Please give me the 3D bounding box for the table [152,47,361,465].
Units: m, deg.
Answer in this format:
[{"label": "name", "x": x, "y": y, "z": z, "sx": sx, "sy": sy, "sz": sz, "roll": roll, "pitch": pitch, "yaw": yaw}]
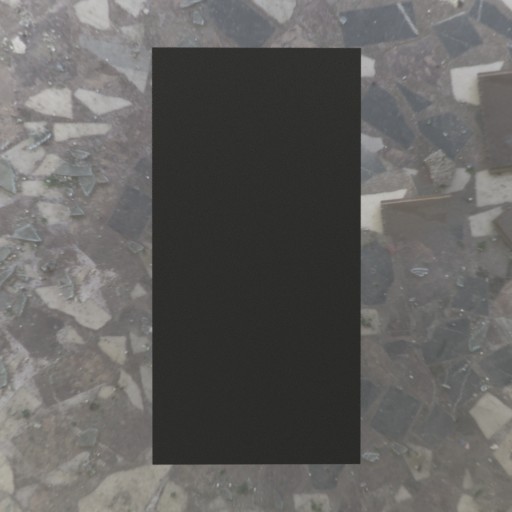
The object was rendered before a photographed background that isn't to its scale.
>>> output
[{"label": "table", "x": 0.000, "y": 0.000, "z": 1.343, "sx": 0.523, "sy": 0.470, "sz": 1.044, "roll": 0, "pitch": 90, "yaw": 0}]
